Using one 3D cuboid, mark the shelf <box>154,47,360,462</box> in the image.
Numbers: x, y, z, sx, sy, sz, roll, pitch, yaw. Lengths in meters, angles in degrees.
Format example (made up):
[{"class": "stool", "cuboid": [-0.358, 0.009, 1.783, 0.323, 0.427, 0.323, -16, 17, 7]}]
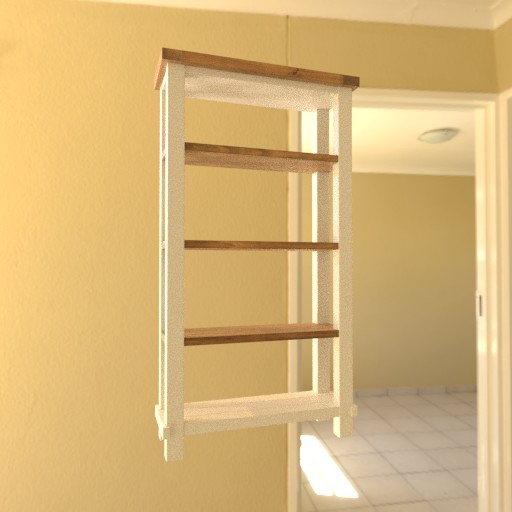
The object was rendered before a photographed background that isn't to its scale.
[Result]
[{"class": "shelf", "cuboid": [0.000, 0.000, 2.328, 1.022, 1.878, 0.381, 0, -1, -18]}]
